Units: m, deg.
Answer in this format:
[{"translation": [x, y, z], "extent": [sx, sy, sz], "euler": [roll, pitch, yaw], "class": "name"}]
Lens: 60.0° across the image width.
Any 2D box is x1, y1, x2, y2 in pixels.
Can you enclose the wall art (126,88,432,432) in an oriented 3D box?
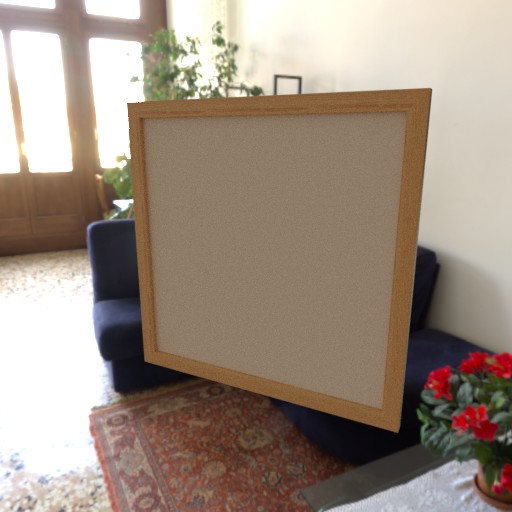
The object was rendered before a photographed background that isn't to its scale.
[{"translation": [0.000, 0.000, 1.122], "extent": [0.762, 0.762, 0.027], "euler": [7, 17, 26], "class": "wall art"}]
